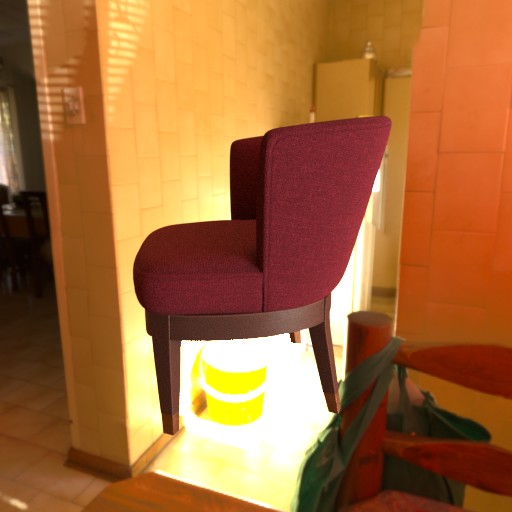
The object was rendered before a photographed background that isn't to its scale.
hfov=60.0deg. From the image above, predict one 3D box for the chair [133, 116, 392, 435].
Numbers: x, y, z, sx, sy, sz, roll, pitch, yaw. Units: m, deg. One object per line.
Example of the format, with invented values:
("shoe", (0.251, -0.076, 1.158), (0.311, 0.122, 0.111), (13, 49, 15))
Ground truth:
("chair", (0.000, 0.000, 1.279), (0.660, 0.760, 0.700), (-2, 13, -8))
